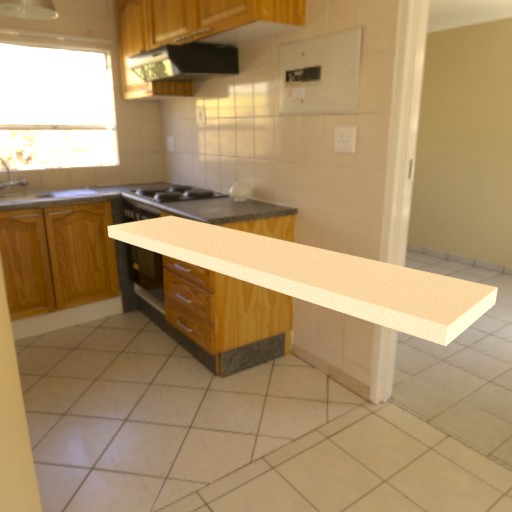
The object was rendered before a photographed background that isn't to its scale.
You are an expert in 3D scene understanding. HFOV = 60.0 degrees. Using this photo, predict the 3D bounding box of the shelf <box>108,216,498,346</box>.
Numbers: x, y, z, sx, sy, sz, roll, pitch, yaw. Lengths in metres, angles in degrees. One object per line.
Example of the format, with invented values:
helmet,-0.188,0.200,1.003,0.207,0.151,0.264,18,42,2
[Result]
shelf,0.000,0.000,0.649,0.610,0.020,0.140,15,22,42
